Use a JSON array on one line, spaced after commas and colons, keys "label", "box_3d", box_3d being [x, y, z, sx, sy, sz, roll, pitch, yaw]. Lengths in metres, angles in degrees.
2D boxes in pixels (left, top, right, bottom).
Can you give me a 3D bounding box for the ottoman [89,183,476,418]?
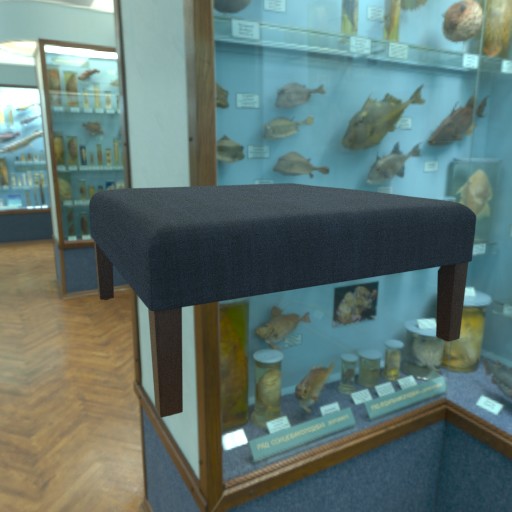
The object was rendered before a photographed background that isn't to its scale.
[{"label": "ottoman", "box_3d": [0.000, 0.000, 1.410, 0.889, 0.411, 0.890, -7, 15, -26]}]
